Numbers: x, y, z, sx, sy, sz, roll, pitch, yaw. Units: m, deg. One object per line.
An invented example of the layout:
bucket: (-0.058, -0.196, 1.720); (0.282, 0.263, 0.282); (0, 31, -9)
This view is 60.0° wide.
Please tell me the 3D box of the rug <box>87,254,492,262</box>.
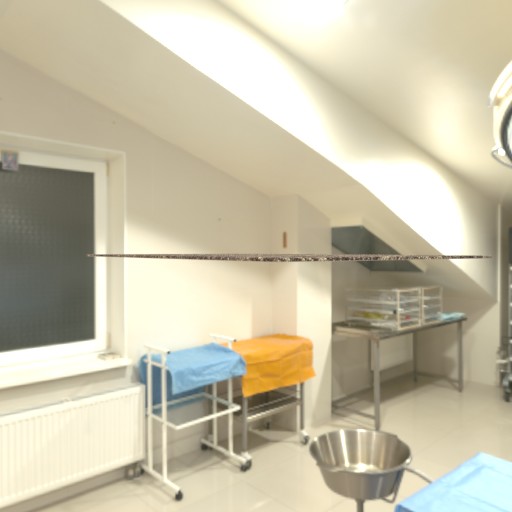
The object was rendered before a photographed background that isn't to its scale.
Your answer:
rug: (0.000, 0.000, 2.263); (1.186, 0.012, 1.814); (0, 1, -36)
